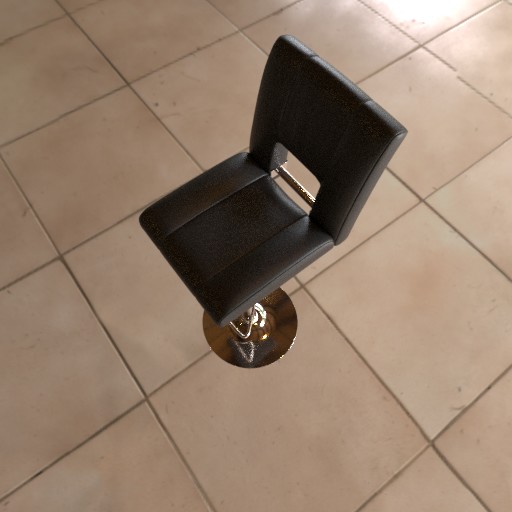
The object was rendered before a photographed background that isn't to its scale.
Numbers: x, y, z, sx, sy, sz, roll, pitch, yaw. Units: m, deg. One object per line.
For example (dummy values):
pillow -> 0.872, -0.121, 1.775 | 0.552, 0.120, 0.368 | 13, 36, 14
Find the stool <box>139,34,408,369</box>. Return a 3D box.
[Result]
stool -> 0.000, 0.000, 1.408 | 0.520, 1.151, 0.415 | -35, 68, -16
